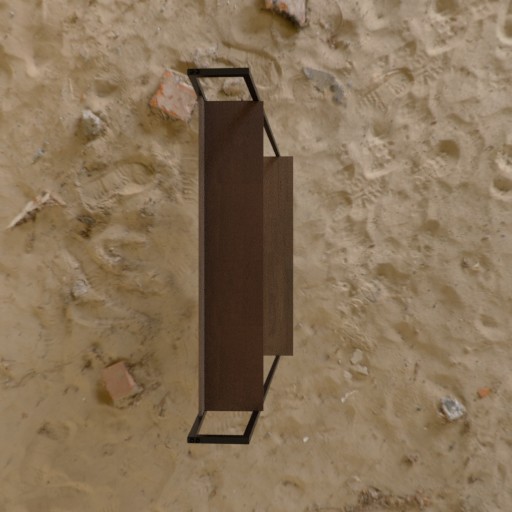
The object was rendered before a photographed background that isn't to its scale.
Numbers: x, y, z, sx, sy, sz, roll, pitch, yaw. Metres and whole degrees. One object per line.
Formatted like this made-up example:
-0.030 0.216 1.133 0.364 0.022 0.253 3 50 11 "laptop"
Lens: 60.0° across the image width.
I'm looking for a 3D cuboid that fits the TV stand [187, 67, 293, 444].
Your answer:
0.000 0.000 2.352 0.432 1.772 1.250 0 90 2 "TV stand"
